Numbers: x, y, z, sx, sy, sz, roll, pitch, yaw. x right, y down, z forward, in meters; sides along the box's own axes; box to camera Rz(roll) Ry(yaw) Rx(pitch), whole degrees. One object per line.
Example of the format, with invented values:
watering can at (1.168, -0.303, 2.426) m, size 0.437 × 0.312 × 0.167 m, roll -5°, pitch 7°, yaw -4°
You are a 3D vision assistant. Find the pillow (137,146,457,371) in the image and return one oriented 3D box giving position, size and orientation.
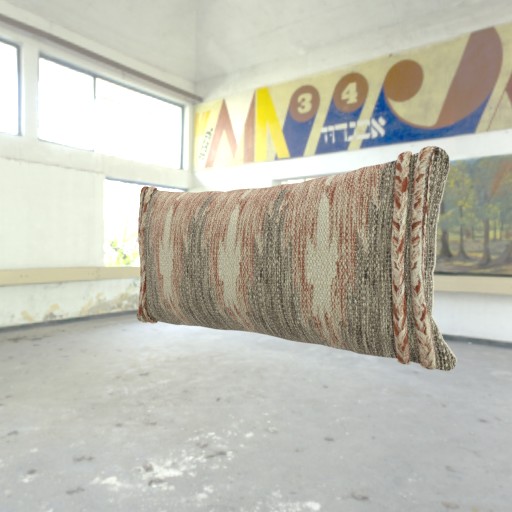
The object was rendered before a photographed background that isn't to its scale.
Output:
pillow at (0.000, 0.000, 0.742) m, size 0.635 × 0.282 × 0.139 m, roll 1°, pitch 1°, yaw 38°
